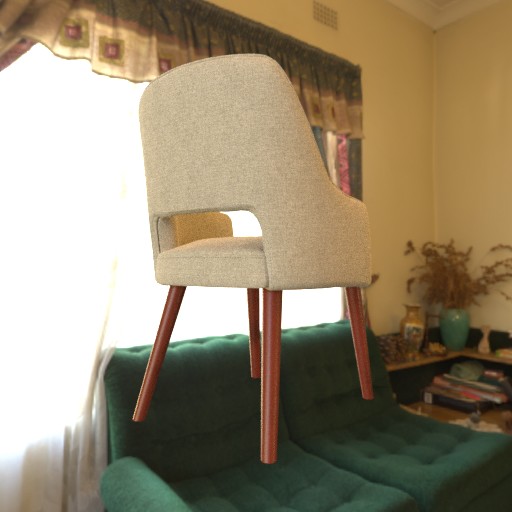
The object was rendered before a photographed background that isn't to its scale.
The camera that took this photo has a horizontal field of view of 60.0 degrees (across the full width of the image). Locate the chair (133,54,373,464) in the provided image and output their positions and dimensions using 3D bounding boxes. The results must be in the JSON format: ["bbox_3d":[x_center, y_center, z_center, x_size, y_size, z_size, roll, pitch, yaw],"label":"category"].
[{"bbox_3d":[0.000,0.000,1.226,0.548,0.849,0.605,-1,-1,36],"label":"chair"}]
